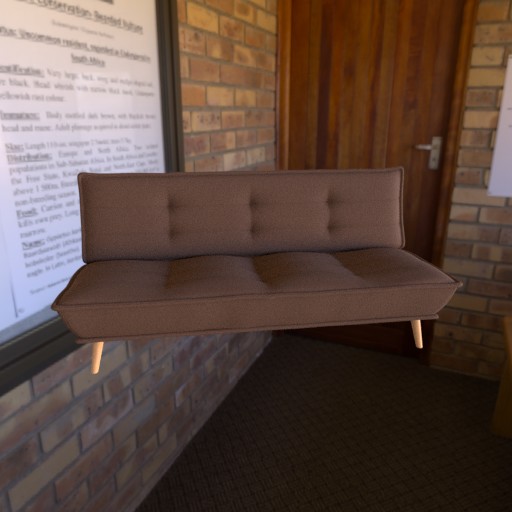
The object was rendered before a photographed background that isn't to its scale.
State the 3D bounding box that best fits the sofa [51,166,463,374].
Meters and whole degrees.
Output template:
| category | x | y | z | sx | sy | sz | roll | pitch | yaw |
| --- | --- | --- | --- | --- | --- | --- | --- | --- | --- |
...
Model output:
| category | x | y | z | sx | sy | sz | roll | pitch | yaw |
| --- | --- | --- | --- | --- | --- | --- | --- | --- | --- |
| sofa | 0.000 | 0.000 | 2.468 | 1.940 | 0.890 | 0.950 | -3 | 18 | -8 |
